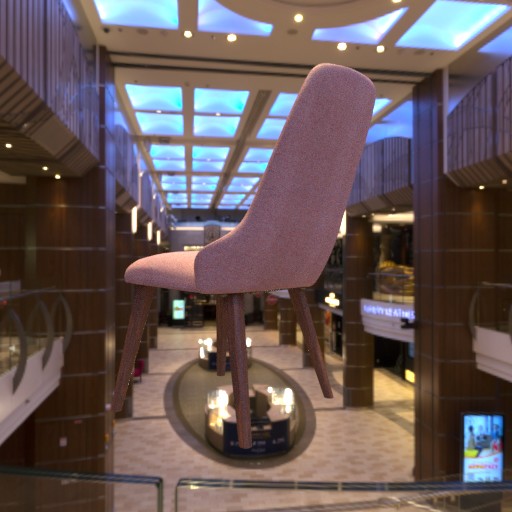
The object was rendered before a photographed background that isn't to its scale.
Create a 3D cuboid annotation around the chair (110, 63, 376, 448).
[{"bbox_3d":[0.000,0.000,1.334,0.707,0.918,0.535,0,-1,35],"label":"chair"}]
